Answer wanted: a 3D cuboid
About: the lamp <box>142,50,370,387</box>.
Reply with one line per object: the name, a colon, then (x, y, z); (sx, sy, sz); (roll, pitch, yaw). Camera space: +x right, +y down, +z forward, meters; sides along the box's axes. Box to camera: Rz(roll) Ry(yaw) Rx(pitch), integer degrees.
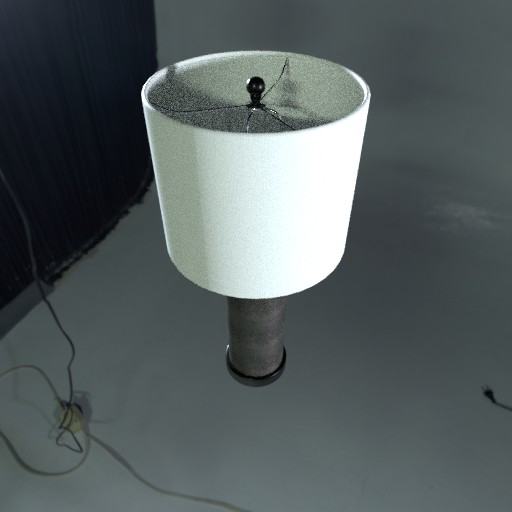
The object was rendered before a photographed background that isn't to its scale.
lamp: (0.000, 0.000, 0.800); (0.305, 0.634, 0.305); (12, 42, 14)
